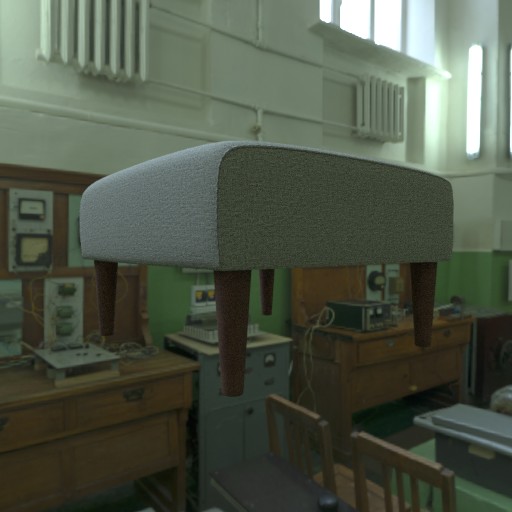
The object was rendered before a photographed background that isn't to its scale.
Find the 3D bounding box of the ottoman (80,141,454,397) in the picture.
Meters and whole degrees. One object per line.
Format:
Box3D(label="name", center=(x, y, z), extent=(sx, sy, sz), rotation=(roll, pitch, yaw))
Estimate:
Box3D(label="ottoman", center=(0.000, 0.000, 1.045), extent=(0.649, 0.398, 0.650), rotation=(-1, 2, -38))
